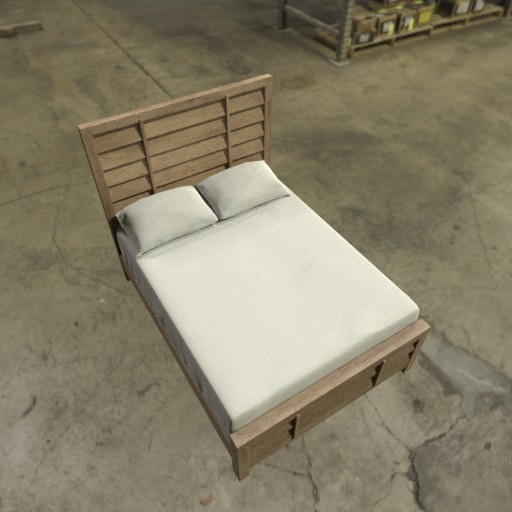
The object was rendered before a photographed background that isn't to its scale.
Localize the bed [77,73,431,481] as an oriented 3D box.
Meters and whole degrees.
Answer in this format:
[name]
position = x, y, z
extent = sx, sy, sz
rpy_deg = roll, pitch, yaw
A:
[bed]
position = 0.000, 0.000, 3.375
extent = 1.626, 1.626, 2.197
rpy_deg = -24, 50, -22
